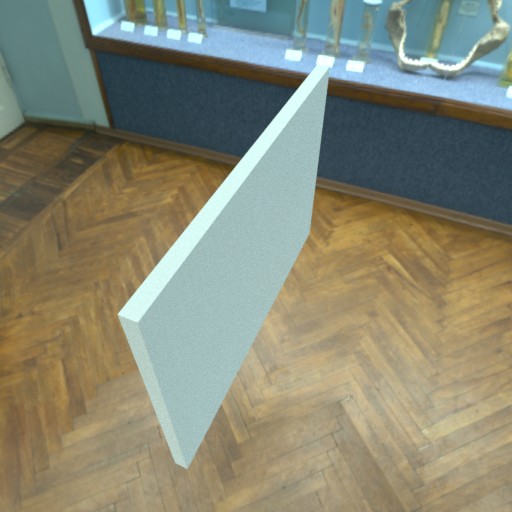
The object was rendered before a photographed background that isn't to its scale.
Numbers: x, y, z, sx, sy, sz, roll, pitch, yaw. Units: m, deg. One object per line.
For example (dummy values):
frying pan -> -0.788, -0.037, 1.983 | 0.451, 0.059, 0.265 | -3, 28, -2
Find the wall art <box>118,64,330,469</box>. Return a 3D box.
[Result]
wall art -> 0.000, 0.000, 1.651 | 0.051, 0.902, 1.308 | 18, 49, 16
